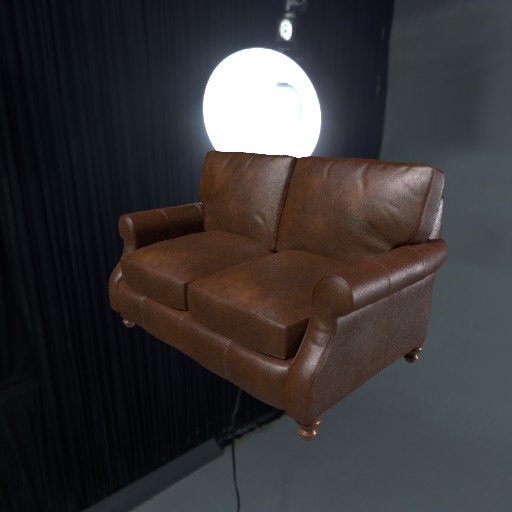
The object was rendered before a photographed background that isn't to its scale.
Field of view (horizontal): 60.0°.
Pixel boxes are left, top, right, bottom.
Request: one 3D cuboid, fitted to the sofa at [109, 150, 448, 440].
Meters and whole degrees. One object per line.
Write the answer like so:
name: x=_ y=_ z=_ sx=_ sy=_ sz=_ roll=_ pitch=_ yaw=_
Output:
sofa: x=0.000 y=0.000 z=2.247 sx=0.990 sy=0.976 sz=1.616 roll=-15 pitch=22 yaw=-42
